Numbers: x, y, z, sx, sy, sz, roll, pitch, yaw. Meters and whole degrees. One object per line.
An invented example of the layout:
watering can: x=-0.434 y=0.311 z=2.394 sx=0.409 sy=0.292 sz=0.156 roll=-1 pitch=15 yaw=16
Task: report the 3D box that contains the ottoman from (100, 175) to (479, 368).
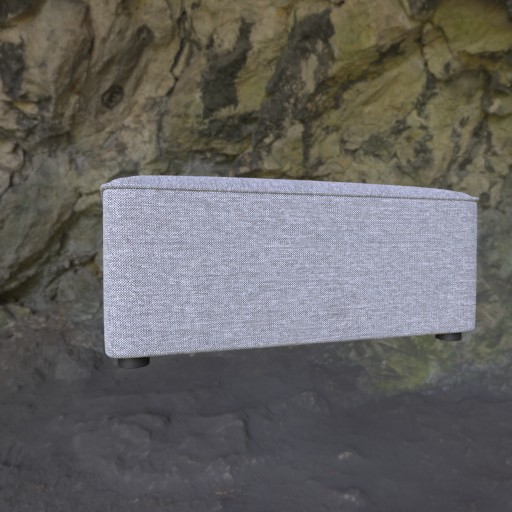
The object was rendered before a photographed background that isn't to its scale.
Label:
ottoman: x=0.000 y=0.000 z=1.545 sx=1.005 sy=0.455 sz=1.005 roll=-1 pitch=2 yaw=-18
